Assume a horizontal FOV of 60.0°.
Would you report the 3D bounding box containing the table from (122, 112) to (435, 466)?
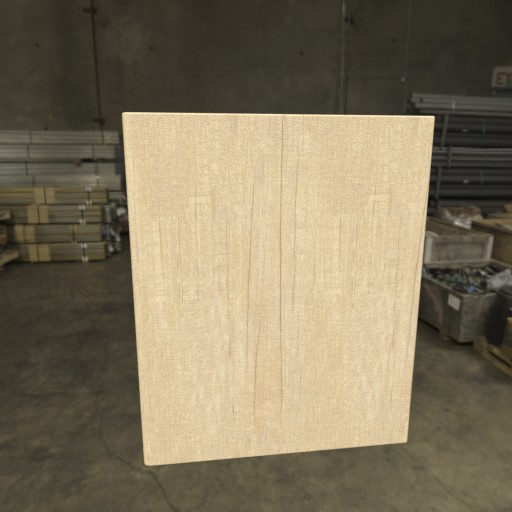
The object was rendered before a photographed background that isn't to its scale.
[{"bbox_3d":[0.000,0.000,0.913,0.420,0.510,0.570,-2,13,-8],"label":"table"}]
